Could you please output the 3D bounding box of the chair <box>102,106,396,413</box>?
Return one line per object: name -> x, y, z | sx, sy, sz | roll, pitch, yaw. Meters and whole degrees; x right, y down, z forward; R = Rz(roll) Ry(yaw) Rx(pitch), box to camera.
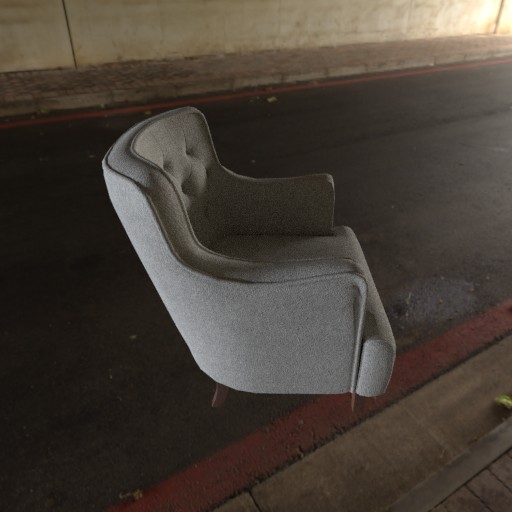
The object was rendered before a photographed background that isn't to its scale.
chair -> 0.000, 0.000, 1.626 | 0.910, 0.920, 0.820 | 0, 31, 1
